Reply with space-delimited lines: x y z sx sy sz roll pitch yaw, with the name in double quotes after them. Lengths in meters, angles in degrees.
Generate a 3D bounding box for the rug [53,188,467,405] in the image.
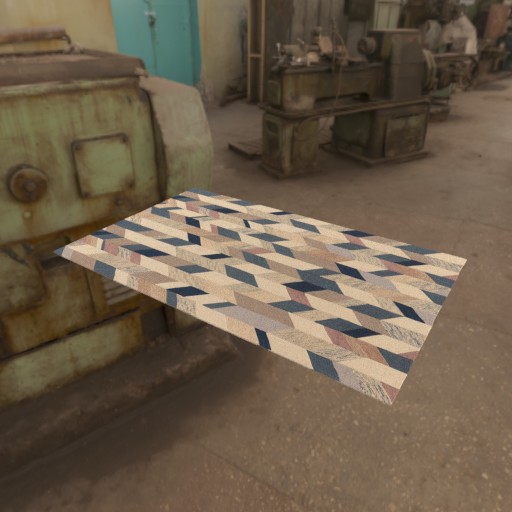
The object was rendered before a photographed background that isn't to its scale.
0.000 0.000 3.039 2.423 0.008 1.513 18 34 29 "rug"
